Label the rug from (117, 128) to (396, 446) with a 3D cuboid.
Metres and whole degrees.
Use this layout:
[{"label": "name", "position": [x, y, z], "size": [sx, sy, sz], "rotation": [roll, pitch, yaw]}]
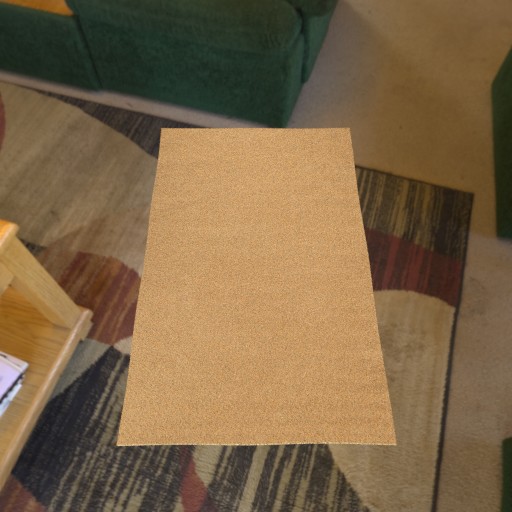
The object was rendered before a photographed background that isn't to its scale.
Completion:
[{"label": "rug", "position": [0.000, 0.000, 2.965], "size": [1.500, 0.025, 2.346], "rotation": [0, 60, 0]}]
